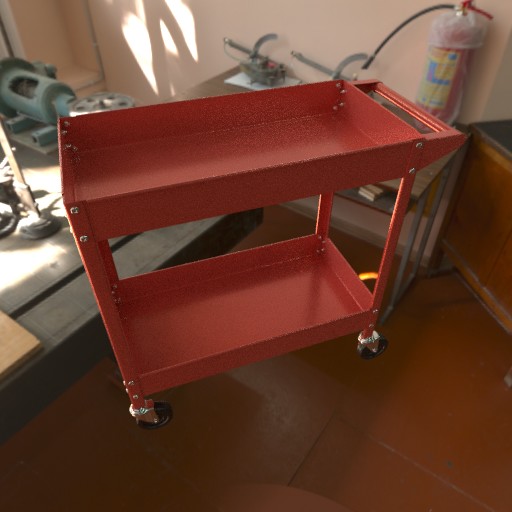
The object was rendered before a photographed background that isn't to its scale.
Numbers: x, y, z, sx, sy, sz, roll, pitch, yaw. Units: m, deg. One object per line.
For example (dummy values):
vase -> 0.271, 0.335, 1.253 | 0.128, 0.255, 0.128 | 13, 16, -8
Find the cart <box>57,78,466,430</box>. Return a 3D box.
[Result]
cart -> 0.000, 0.000, 1.137 | 0.779, 0.719, 0.366 | -13, 43, -15
